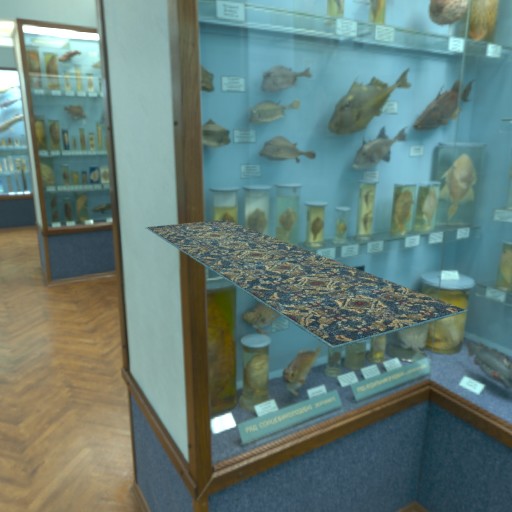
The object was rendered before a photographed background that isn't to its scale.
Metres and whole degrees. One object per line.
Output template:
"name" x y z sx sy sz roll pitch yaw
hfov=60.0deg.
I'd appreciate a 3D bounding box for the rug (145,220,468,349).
"rug" 0.000 0.000 2.581 0.685 0.014 2.292 -8 17 -27
